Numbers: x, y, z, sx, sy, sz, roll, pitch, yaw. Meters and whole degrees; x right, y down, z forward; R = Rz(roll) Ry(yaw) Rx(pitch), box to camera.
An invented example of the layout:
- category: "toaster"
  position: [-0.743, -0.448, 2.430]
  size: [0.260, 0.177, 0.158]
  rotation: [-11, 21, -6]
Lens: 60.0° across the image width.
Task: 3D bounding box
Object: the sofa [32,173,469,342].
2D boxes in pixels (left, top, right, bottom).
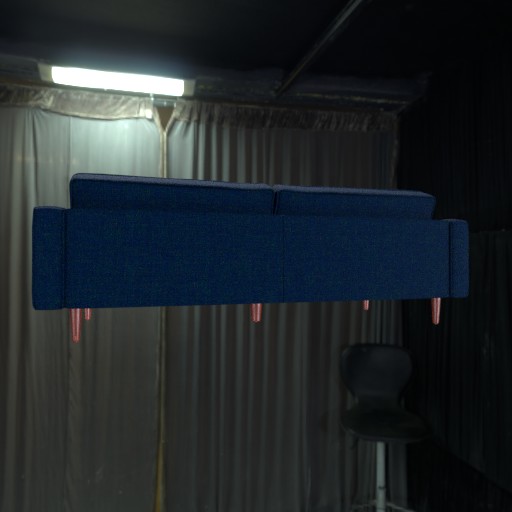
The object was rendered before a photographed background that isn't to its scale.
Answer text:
- category: "sofa"
  position: [0.000, 0.000, 2.564]
  size: [2.210, 0.762, 0.914]
  rotation: [0, -1, -17]
